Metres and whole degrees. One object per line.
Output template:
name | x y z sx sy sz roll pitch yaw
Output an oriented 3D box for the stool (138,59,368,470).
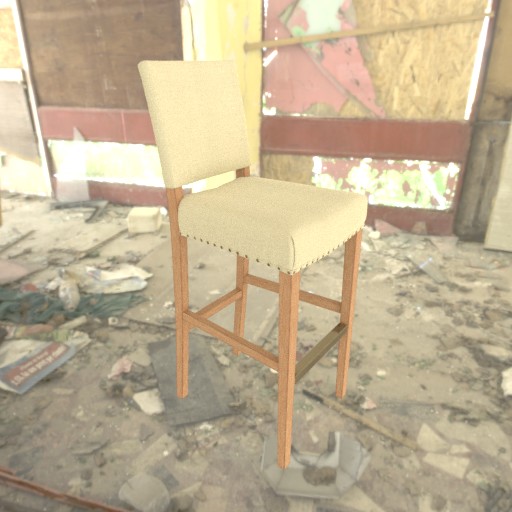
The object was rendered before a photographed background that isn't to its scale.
stool | 0.000 0.000 1.416 0.546 1.143 0.428 17 29 33
